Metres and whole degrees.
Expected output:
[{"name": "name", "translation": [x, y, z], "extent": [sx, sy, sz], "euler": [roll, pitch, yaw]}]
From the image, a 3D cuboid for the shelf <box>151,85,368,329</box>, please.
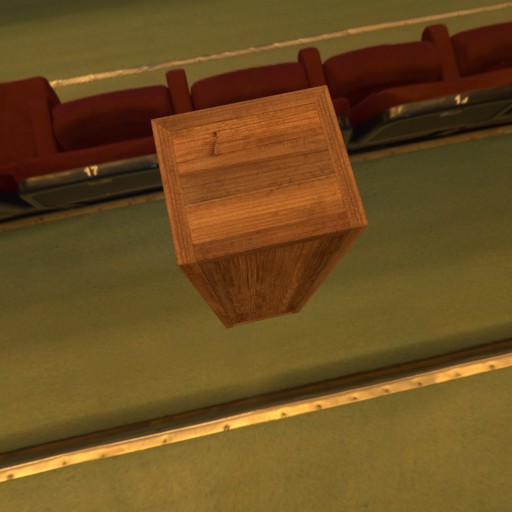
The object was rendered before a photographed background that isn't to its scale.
[{"name": "shelf", "translation": [0.000, 0.000, 2.099], "extent": [0.500, 1.900, 0.428], "euler": [-12, 76, -3]}]
